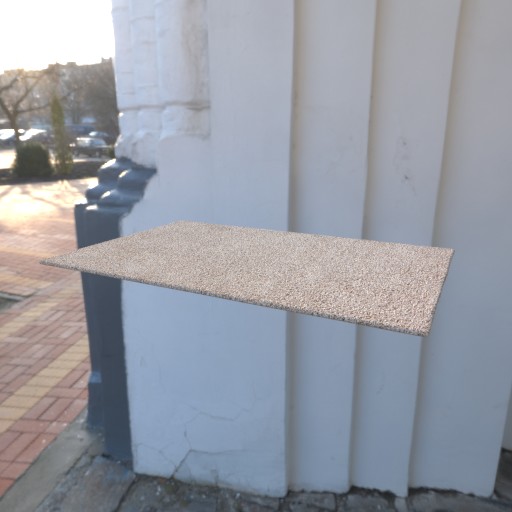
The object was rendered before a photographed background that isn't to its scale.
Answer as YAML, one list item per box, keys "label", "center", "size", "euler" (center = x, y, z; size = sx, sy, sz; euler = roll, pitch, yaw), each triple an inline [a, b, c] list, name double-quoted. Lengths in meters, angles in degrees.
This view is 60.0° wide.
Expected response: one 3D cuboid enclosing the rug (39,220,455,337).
- label: "rug"
  center: [0.000, 0.000, 3.460]
  size: [2.743, 0.030, 1.778]
  euler: [8, 17, 26]
